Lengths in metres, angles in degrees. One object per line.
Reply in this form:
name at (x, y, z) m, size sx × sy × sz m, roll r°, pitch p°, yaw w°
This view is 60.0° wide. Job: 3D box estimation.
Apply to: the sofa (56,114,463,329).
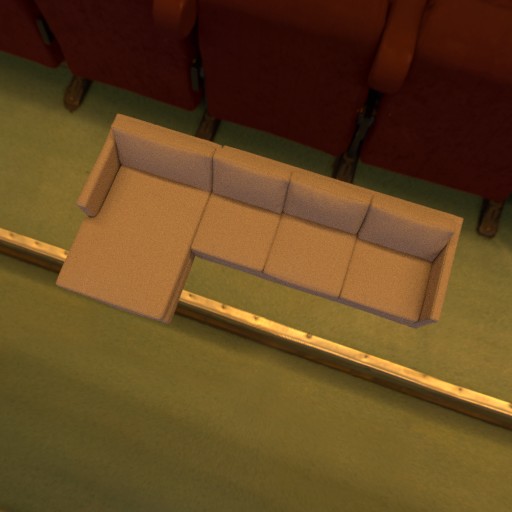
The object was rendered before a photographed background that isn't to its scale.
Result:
sofa at (0.000, 0.000, 3.919) m, size 3.186 × 0.846 × 1.625 m, roll 18°, pitch 76°, yaw 5°
